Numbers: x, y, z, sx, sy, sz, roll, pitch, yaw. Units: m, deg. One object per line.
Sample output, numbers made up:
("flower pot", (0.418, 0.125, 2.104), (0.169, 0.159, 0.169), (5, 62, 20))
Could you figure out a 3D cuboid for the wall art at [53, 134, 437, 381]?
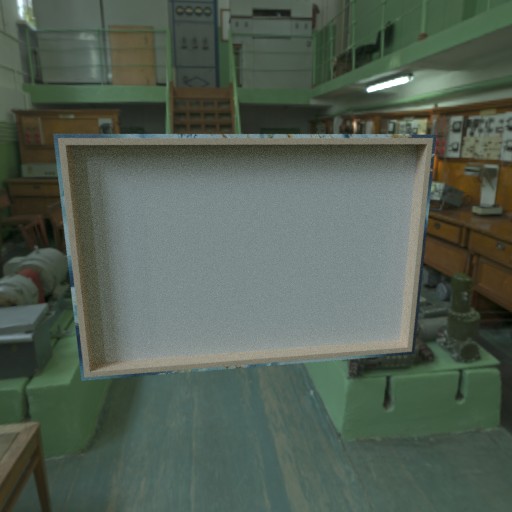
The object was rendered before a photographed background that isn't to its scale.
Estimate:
("wall art", (0.000, 0.000, 0.766), (0.607, 0.405, 0.036), (-2, 15, -9))
